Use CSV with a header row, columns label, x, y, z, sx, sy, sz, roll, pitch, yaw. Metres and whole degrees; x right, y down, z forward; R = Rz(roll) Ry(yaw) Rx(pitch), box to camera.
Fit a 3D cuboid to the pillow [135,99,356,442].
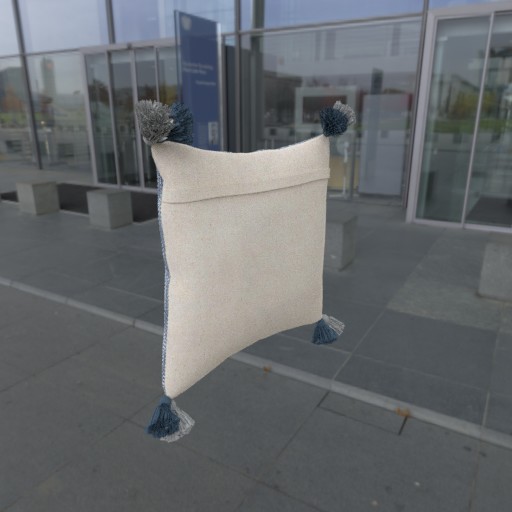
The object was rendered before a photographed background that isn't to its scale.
label,x,y,z,sx,sy,sz,roll,pitch,yaw
pillow,0.000,0.000,0.942,0.614,0.634,0.138,-16,24,-41
